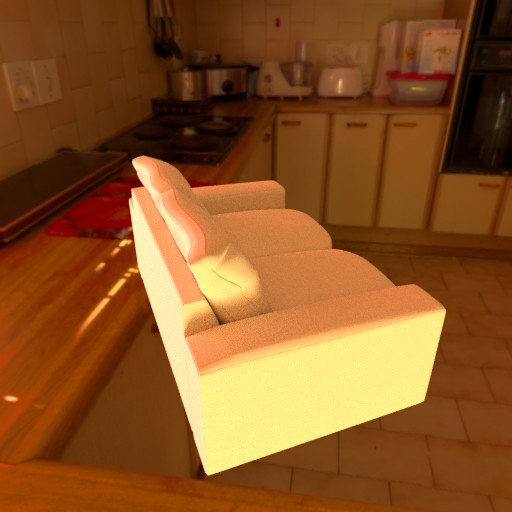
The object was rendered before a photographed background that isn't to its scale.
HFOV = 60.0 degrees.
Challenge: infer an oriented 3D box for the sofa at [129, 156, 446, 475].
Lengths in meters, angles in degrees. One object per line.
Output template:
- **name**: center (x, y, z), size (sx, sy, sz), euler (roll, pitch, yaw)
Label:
- **sofa**: center (0.000, 0.000, 2.378), size (1.091, 0.875, 1.754), euler (-10, 30, -19)
